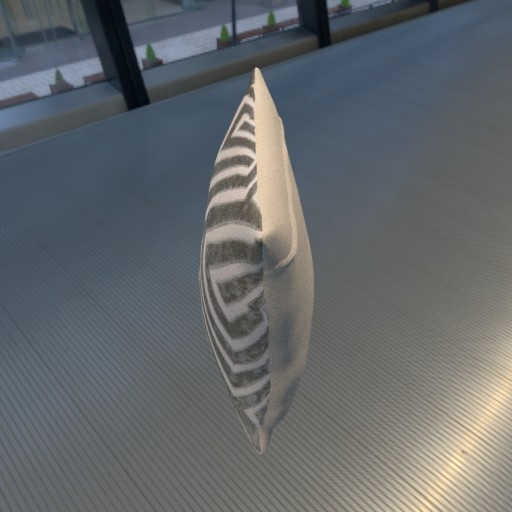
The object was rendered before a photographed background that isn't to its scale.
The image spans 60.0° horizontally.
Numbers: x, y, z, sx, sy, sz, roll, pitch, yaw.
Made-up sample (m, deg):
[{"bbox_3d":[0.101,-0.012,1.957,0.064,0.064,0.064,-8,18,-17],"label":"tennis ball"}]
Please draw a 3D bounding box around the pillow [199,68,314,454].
[{"bbox_3d":[0.000,0.000,0.699,0.182,0.441,0.440,0,42,0],"label":"pillow"}]
